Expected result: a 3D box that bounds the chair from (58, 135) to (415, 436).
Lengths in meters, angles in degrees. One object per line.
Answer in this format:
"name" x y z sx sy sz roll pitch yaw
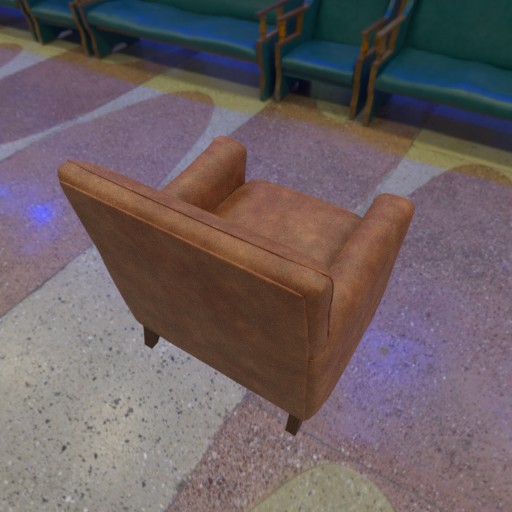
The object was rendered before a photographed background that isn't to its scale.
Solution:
"chair" 0.000 0.000 1.619 0.870 0.943 0.823 24 51 22
